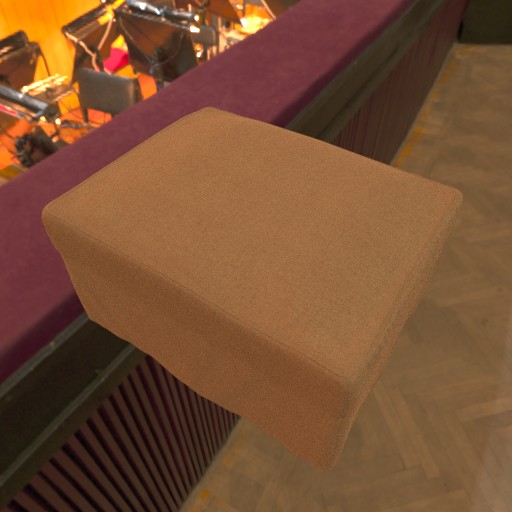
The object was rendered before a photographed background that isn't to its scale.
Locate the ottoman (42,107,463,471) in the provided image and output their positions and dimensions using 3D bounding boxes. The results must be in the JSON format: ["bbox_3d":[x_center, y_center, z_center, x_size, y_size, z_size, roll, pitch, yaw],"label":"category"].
[{"bbox_3d":[0.000,0.000,1.205,0.833,0.485,0.650,26,51,23],"label":"ottoman"}]
